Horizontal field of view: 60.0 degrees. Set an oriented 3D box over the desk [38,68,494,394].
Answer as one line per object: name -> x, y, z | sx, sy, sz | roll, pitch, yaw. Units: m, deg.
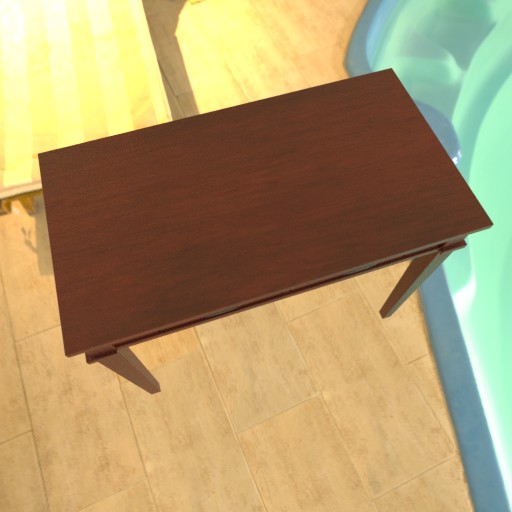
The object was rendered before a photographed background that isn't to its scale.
desk -> 0.000, 0.000, 1.431 | 1.001, 0.762, 0.549 | -16, 65, -8
